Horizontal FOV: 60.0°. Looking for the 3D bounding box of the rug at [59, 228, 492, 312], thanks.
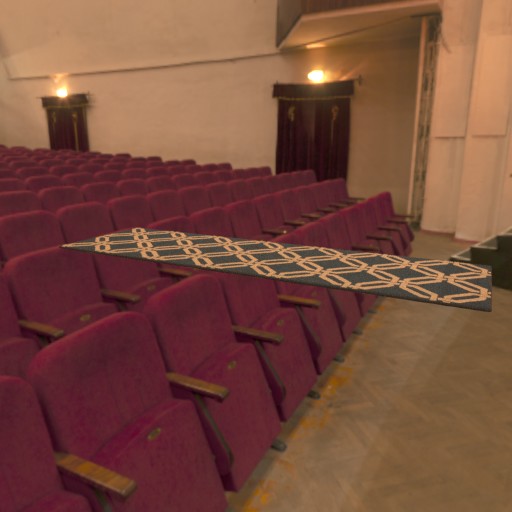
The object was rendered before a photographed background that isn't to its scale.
[{"bbox_3d":[0.000,0.000,2.407,2.276,0.014,0.678,7,16,26],"label":"rug"}]
